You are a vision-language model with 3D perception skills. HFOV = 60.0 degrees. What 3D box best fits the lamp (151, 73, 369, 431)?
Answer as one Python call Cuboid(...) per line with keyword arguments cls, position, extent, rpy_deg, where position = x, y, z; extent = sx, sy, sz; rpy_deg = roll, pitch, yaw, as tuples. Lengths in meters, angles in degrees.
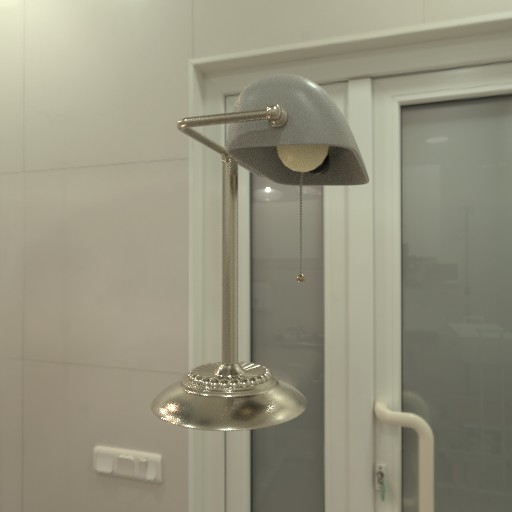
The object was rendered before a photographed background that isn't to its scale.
Cuboid(cls="lamp", position=(0.000, 0.000, 0.507), extent=(0.243, 0.339, 0.264), rpy_deg=(0, 0, 18))
